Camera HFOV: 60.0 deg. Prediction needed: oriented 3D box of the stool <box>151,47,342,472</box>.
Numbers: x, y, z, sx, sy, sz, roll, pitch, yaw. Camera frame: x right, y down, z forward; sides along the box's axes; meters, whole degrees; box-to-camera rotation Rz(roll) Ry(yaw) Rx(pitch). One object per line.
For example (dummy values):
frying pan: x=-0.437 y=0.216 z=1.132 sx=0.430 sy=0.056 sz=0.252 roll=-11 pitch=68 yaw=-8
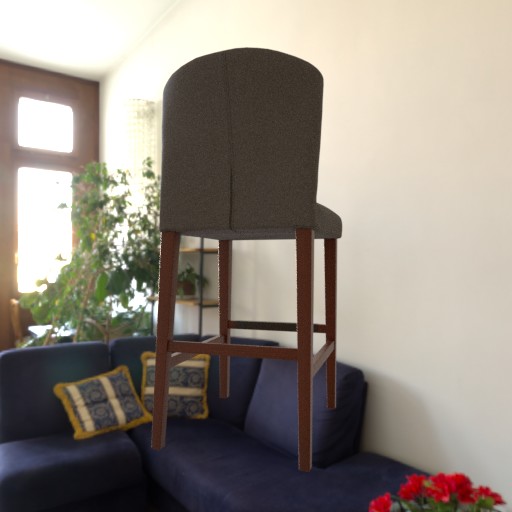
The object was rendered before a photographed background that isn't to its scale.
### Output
stool: x=0.000 y=0.000 z=1.405 sx=0.481 sy=1.069 sz=0.568 roll=0 pitch=-1 yaw=18
